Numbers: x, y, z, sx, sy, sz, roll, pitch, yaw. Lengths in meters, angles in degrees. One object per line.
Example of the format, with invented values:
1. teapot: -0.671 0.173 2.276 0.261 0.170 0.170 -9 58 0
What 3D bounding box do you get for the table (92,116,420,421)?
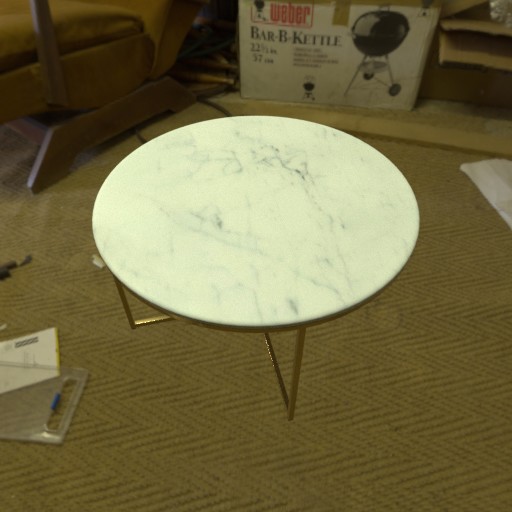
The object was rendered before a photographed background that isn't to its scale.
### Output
1. table: 0.000 0.000 1.275 0.800 0.450 0.800 0 46 0
